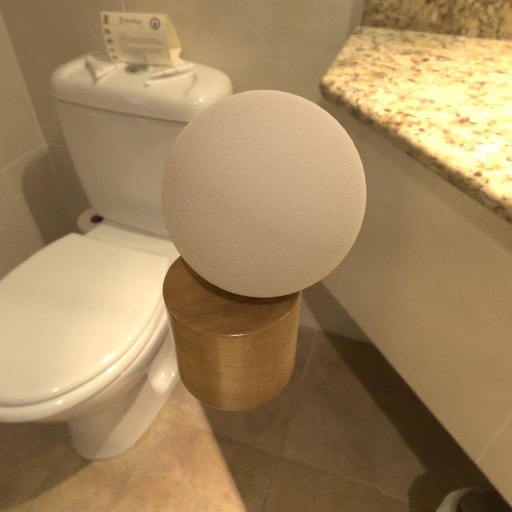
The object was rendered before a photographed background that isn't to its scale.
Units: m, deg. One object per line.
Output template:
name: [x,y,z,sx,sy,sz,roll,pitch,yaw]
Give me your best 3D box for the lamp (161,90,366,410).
lamp: [0.000,0.000,0.348,0.152,0.250,0.141,-12,43,-13]
